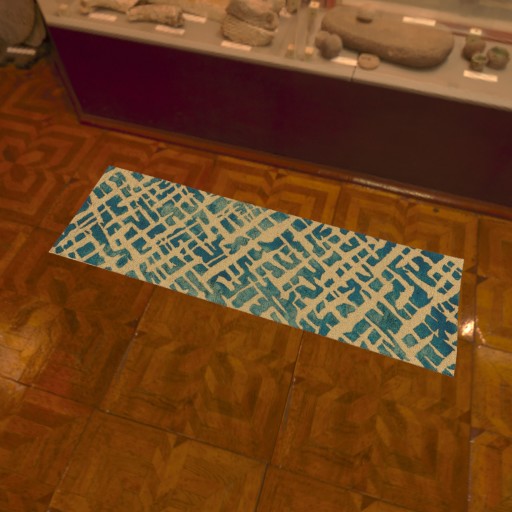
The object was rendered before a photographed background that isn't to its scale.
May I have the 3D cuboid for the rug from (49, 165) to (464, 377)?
[{"bbox_3d":[0.000,0.000,2.726,2.446,0.011,0.768,16,59,10],"label":"rug"}]
